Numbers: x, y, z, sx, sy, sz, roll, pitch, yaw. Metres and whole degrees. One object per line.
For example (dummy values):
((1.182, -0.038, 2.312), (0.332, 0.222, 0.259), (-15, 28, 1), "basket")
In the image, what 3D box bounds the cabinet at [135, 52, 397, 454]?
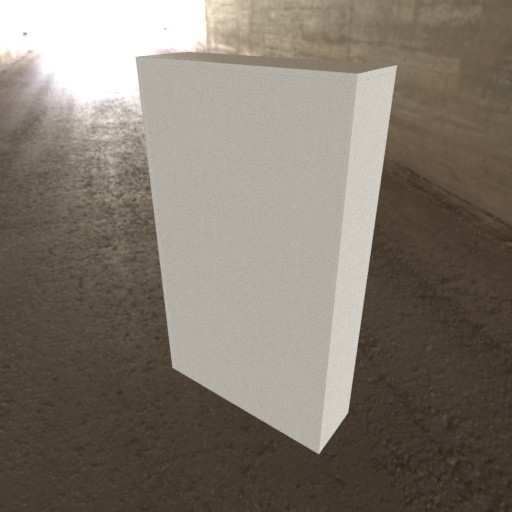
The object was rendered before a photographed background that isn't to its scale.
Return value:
((0.000, 0.000, 1.578), (0.750, 1.280, 0.250), (20, 34, 31), "cabinet")
